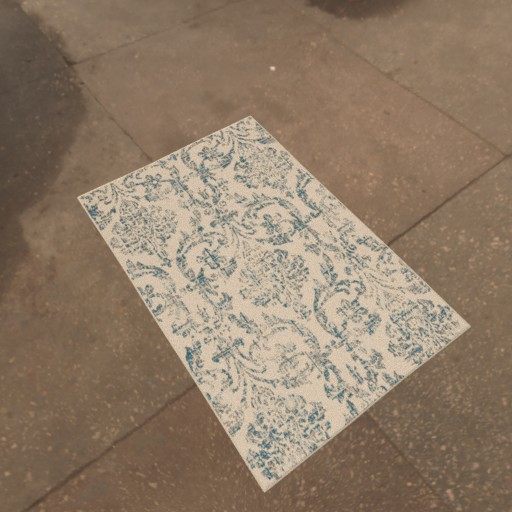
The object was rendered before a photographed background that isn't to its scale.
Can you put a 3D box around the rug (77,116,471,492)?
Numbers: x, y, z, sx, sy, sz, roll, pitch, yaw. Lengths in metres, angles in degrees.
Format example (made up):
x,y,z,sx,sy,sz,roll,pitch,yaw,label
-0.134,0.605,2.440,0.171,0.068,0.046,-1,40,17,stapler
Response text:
x,y,z,sx,sy,sz,roll,pitch,yaw,label
0.000,0.000,2.320,1.213,0.012,1.831,-31,62,-18,rug
